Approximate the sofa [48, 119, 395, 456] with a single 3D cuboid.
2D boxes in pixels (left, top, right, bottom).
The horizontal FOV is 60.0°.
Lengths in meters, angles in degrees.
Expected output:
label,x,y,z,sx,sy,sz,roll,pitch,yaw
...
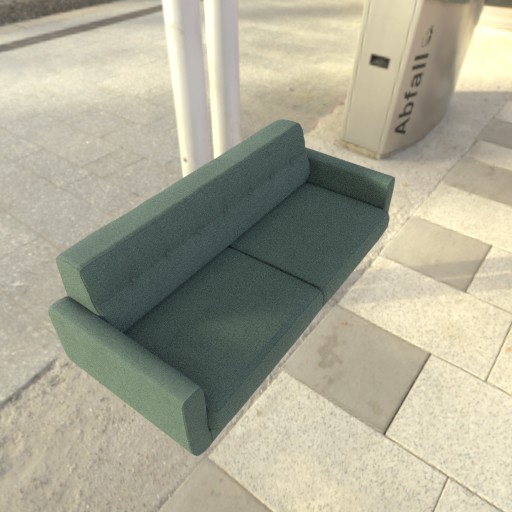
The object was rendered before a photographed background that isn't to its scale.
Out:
label,x,y,z,sx,sy,sz,roll,pitch,yaw
sofa,0.000,0.000,2.539,0.909,0.841,2.029,25,47,26
